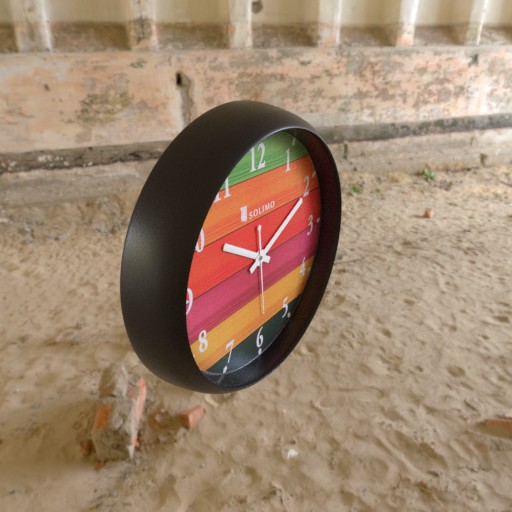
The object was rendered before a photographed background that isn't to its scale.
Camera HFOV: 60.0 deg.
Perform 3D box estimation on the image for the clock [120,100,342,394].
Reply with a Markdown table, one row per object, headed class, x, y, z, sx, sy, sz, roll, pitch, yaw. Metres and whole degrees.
| class | x | y | z | sx | sy | sz | roll | pitch | yaw |
| --- | --- | --- | --- | --- | --- | --- | --- | --- | --- |
| clock | 0.000 | 0.000 | 0.456 | 0.060 | 0.300 | 0.300 | 18 | 32 | 32 |
